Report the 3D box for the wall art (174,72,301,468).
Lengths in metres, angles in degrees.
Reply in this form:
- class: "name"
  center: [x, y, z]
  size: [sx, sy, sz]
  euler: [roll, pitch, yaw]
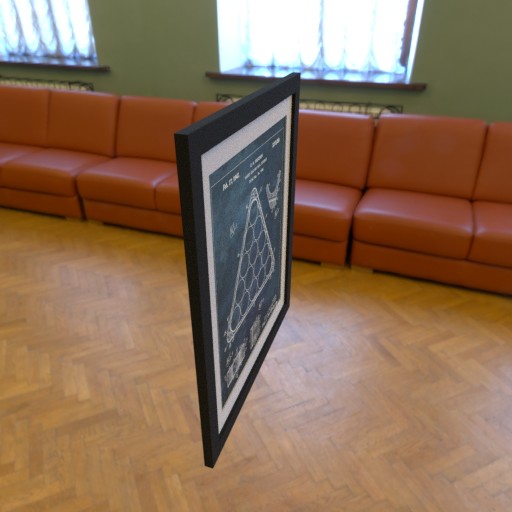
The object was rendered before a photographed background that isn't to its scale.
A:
- class: "wall art"
  center: [0.000, 0.000, 0.518]
  size: [0.010, 0.361, 0.311]
  euler: [10, 32, 17]
